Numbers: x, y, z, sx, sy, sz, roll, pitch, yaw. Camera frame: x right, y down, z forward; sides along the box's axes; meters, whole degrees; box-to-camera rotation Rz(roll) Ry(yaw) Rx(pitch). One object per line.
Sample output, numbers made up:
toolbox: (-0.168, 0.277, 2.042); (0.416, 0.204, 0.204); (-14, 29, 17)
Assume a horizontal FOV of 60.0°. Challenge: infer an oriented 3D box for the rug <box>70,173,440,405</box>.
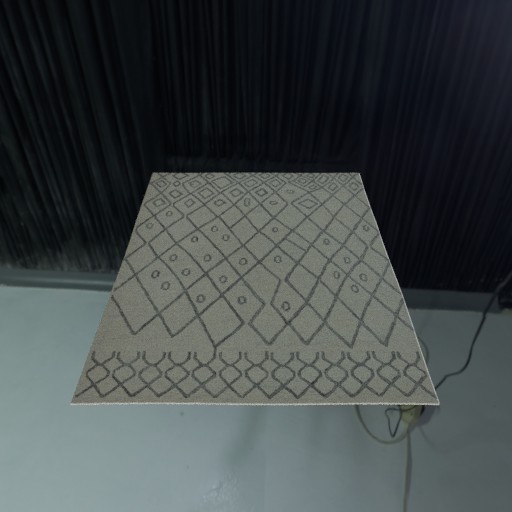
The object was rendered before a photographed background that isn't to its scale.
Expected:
rug: (0.000, 0.000, 4.085); (2.446, 0.015, 3.046); (0, 40, 0)
